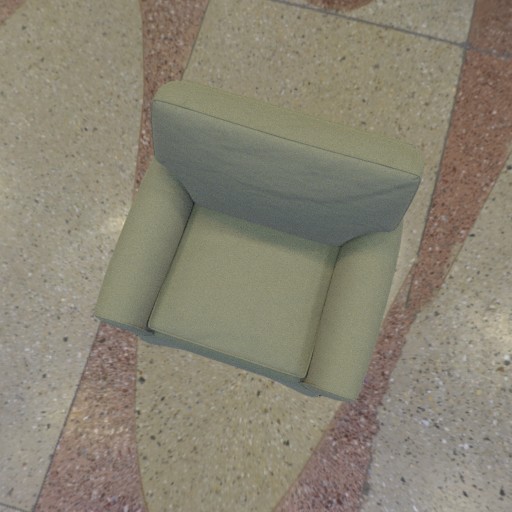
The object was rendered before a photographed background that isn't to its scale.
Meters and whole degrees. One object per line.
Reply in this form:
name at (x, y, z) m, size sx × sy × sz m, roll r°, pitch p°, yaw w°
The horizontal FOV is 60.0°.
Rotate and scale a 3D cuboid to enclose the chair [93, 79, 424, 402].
chair at (0.000, 0.000, 1.884) m, size 1.135 × 1.017 × 0.988 m, roll 17°, pitch 77°, yaw 4°
